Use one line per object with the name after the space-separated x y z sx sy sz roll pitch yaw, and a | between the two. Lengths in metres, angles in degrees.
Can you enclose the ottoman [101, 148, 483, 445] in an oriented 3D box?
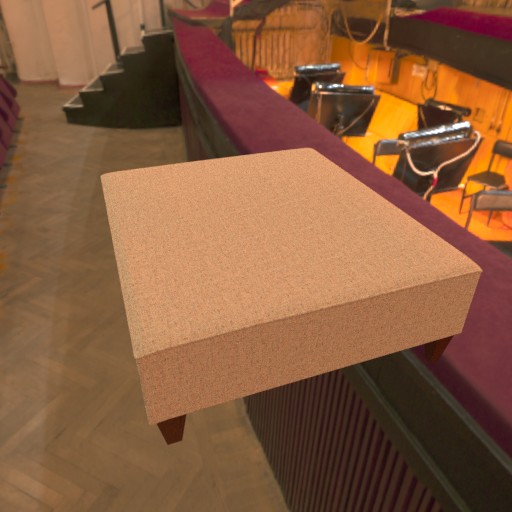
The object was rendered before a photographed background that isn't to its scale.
0.000 0.000 1.241 0.736 0.303 0.835 -11 34 -17 | ottoman
